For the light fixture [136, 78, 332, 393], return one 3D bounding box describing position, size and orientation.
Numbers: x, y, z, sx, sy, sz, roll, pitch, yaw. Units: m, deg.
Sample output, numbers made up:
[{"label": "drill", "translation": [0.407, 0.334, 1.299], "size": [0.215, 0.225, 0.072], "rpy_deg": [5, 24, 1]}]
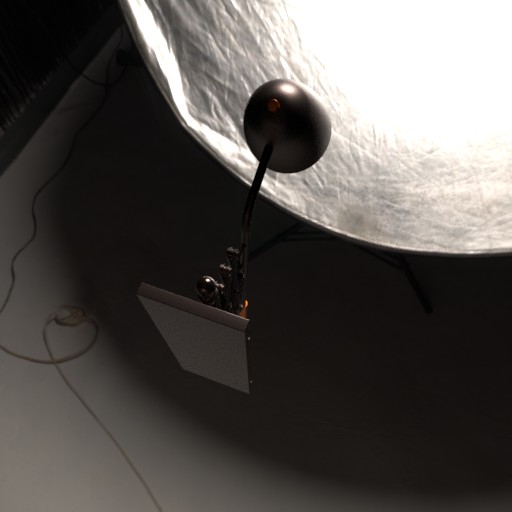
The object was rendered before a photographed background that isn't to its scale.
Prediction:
[{"label": "light fixture", "translation": [0.000, 0.000, 0.937], "size": [0.162, 0.715, 0.499], "rpy_deg": [18, 64, 9]}]
